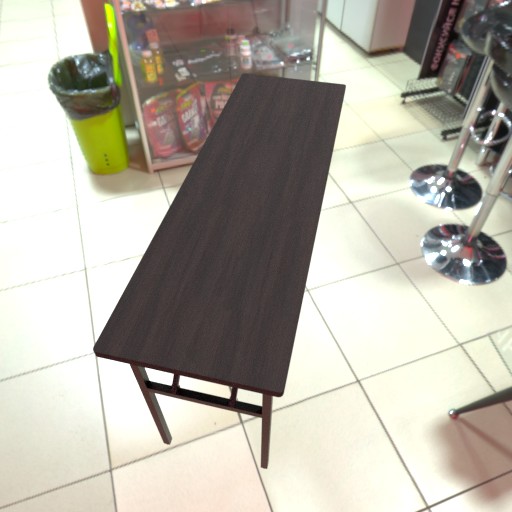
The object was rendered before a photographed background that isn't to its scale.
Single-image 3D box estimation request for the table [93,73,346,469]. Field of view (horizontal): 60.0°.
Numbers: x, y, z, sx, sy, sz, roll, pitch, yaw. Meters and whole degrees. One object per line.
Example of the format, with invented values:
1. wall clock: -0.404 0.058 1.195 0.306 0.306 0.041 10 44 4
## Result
1. table: 0.000 0.000 1.717 0.449 0.750 1.399 10 49 9
